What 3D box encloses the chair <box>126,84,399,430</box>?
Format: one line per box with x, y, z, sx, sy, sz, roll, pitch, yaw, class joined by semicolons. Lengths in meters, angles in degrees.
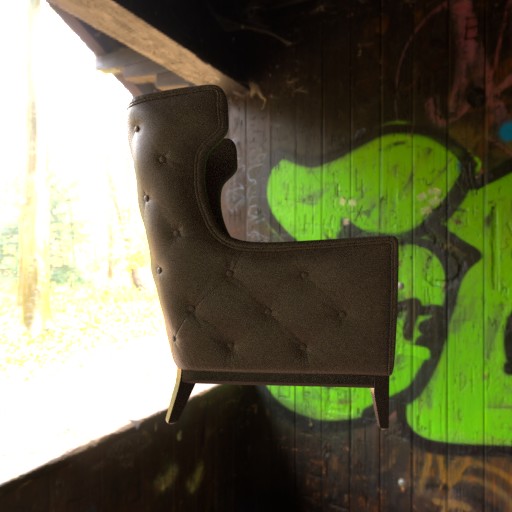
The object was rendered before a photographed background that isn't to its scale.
0.000;0.000;1.719;0.899;1.079;0.769;0;0;0;chair
